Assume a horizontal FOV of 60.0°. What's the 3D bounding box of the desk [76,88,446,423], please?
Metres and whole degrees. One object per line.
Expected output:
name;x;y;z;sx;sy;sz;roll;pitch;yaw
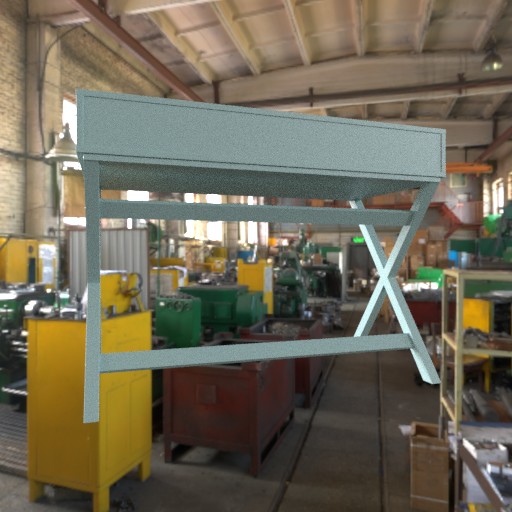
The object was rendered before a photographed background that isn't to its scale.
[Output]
desk;0.000;0.000;1.446;1.057;0.780;0.525;0;0;-19
